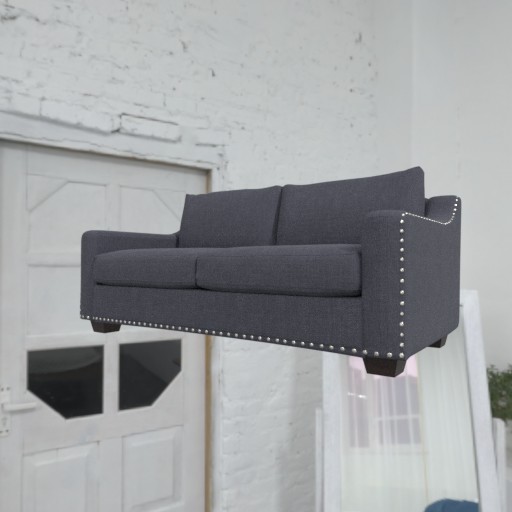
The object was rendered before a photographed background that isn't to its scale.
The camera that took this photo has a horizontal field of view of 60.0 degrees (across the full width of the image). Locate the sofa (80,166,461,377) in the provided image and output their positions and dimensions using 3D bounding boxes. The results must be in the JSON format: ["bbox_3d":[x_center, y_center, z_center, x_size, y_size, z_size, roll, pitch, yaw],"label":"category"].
[{"bbox_3d":[0.000,0.000,3.262,2.550,1.196,1.336,-1,-1,36],"label":"sofa"}]
